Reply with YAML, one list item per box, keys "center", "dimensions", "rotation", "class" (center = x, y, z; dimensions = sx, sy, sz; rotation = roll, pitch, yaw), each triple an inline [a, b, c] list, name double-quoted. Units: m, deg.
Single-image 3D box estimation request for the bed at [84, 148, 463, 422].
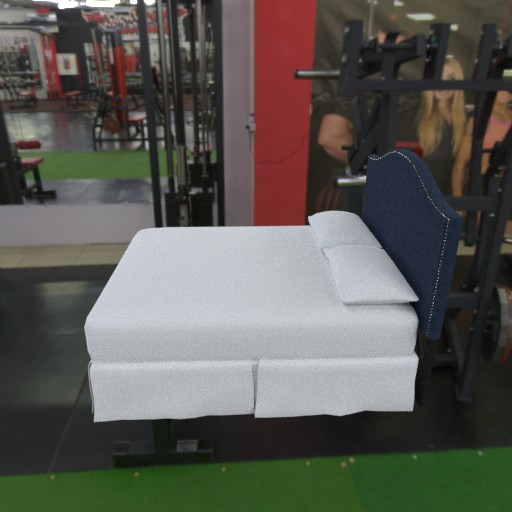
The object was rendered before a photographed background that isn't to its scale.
- center: [0.000, 0.000, 3.261]
  dimensions: [2.153, 1.518, 1.725]
  rotation: [-1, 24, -2]
  class: "bed"
